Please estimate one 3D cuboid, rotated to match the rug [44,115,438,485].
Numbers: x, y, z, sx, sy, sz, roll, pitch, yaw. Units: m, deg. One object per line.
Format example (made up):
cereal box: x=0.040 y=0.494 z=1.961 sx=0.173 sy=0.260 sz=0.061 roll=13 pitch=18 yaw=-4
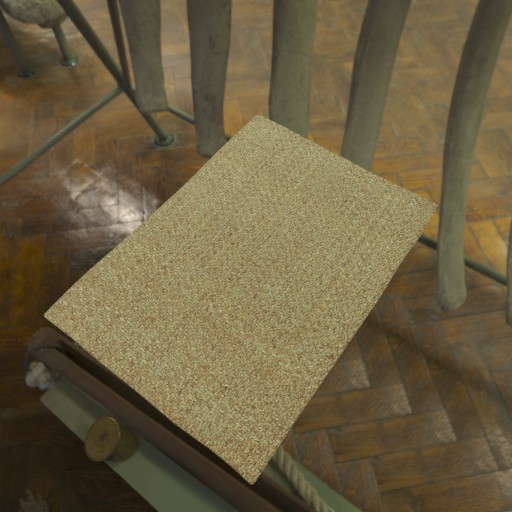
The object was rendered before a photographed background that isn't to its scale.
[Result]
rug: x=0.000 y=0.000 z=2.819 sx=1.566 sy=0.013 sz=2.141 roll=32 pitch=64 yaw=18
